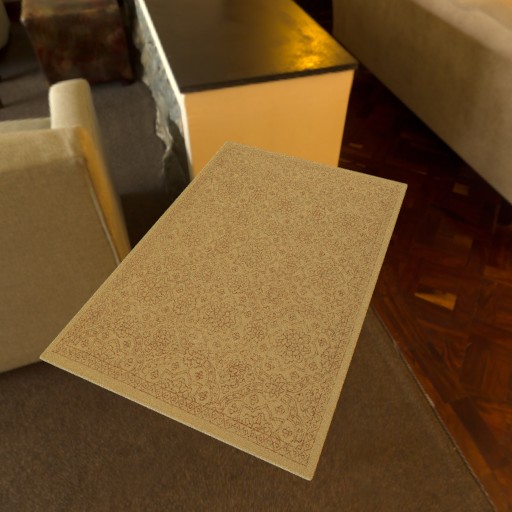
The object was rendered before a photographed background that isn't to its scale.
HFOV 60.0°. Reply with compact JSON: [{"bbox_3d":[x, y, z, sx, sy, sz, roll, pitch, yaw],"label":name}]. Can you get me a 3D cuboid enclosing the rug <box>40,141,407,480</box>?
[{"bbox_3d":[0.000,0.000,2.291,1.219,0.010,1.829,18,49,16],"label":"rug"}]
